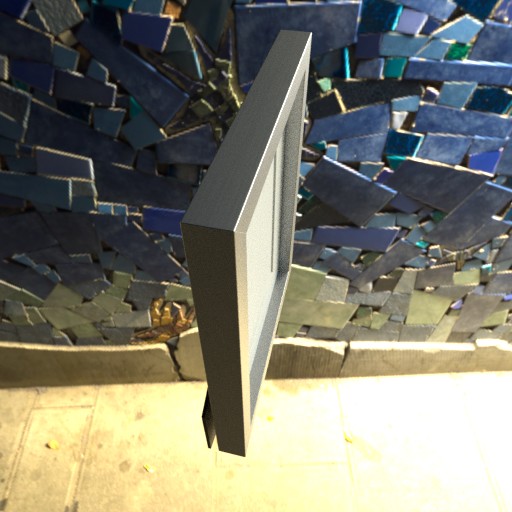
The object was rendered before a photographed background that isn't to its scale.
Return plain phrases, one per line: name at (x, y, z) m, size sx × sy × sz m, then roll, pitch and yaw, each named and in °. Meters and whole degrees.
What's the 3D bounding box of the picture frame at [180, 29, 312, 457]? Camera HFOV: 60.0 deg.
picture frame at (0.000, 0.000, 0.377) m, size 0.036 × 0.282 × 0.233 m, roll 10°, pitch 48°, yaw 9°
